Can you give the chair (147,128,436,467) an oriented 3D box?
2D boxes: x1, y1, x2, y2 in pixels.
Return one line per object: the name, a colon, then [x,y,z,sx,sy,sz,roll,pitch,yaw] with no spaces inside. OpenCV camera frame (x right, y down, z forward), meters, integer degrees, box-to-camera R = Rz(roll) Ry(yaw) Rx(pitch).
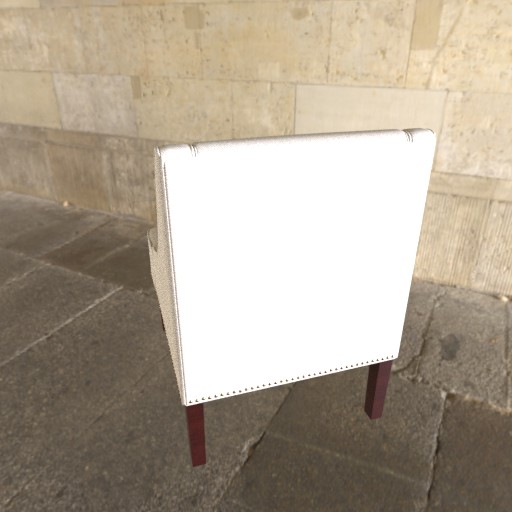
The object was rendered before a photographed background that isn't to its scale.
chair: [0.000,0.000,1.399,0.628,0.872,0.748,-8,27,-16]
